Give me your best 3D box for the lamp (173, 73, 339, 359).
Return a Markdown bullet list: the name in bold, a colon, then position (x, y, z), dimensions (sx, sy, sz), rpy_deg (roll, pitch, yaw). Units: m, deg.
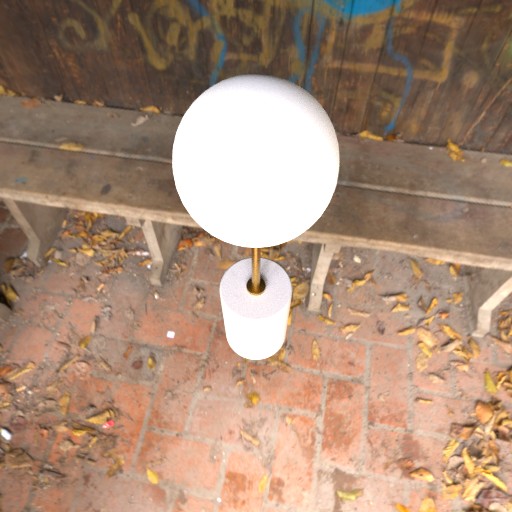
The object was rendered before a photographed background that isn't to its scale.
- **lamp**: position (0.000, 0.000, 0.551), dimensions (0.153, 0.480, 0.153), rpy_deg (0, 58, 0)
